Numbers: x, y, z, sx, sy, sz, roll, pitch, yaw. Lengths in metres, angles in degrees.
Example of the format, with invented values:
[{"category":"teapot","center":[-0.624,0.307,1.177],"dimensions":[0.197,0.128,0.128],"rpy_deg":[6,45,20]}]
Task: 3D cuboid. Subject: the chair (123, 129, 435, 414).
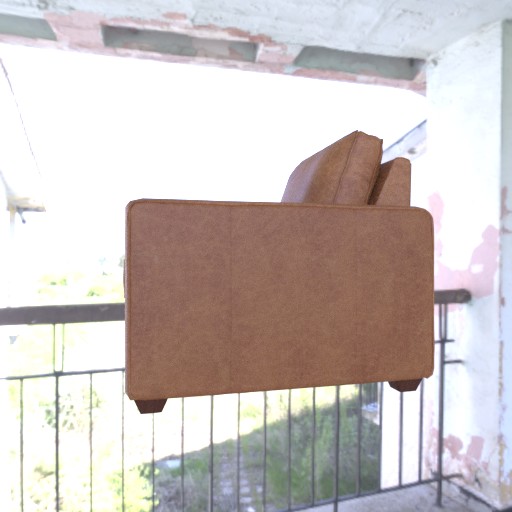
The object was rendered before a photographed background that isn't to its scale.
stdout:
[{"category":"chair","center":[0.000,0.000,1.778],"dimensions":[1.027,0.901,0.987],"rpy_deg":[0,0,-17]}]
